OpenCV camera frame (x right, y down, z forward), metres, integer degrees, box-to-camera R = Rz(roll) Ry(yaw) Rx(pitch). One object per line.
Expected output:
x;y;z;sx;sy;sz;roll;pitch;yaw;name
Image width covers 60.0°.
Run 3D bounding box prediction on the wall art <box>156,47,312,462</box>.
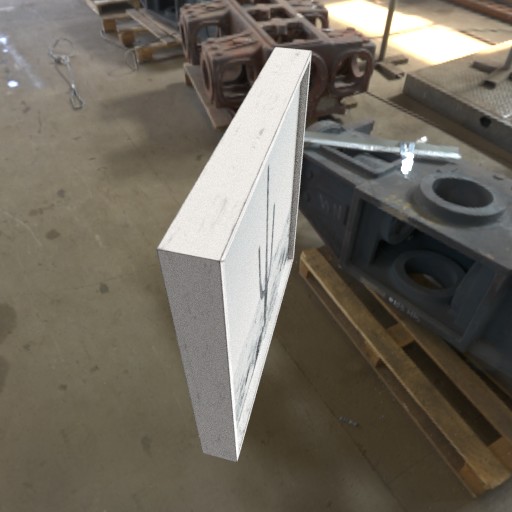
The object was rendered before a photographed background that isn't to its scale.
0.000;0.000;0.460;0.038;0.305;0.305;11;47;10;wall art
